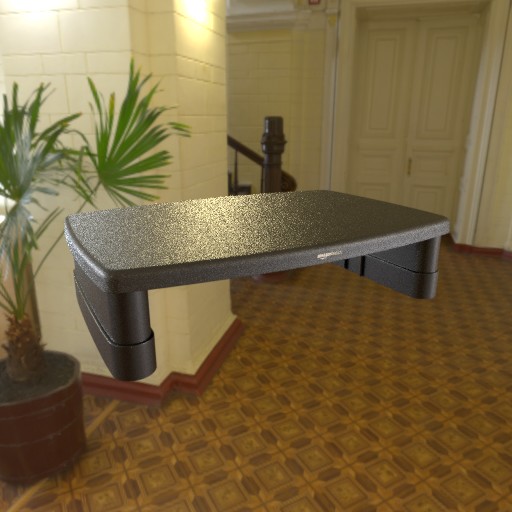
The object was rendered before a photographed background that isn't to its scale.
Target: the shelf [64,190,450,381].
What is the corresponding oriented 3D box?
[{"bbox_3d":[0.000,0.000,0.537,0.410,0.100,0.280,-10,20,-28],"label":"shelf"}]
